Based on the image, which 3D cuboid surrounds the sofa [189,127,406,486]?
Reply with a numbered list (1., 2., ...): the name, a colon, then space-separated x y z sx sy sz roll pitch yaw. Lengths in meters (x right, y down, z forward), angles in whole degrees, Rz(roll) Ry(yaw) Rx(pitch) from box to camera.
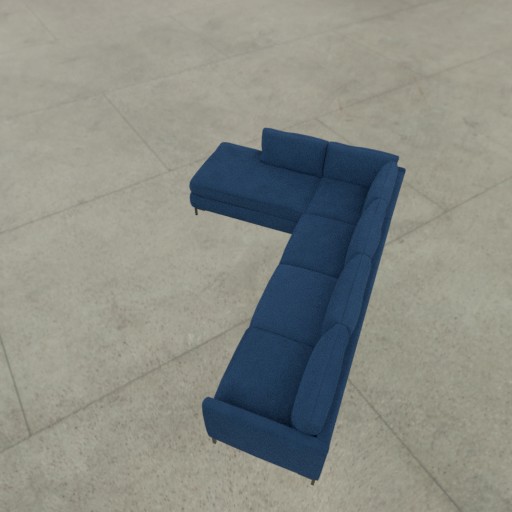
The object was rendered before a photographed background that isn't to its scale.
1. sofa: 0.000 0.000 3.792 2.007 0.815 2.949 16 49 14
